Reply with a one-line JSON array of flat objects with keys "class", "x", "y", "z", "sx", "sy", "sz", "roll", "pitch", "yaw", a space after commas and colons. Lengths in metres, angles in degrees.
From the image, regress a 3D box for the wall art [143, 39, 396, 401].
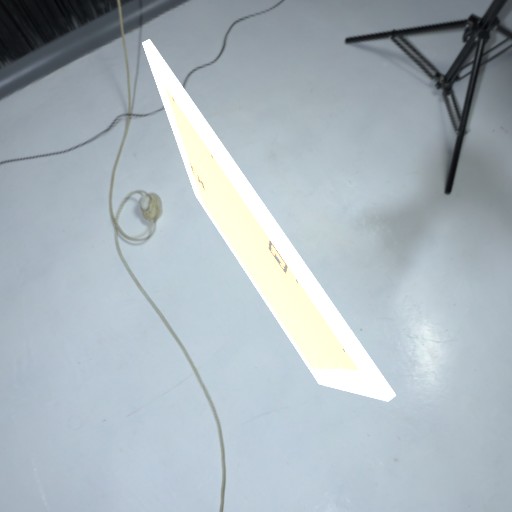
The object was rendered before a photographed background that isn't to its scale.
[{"class": "wall art", "x": 0.000, "y": 0.000, "z": 0.859, "sx": 0.013, "sy": 0.584, "sz": 0.584, "roll": -32, "pitch": 78, "yaw": -8}]
